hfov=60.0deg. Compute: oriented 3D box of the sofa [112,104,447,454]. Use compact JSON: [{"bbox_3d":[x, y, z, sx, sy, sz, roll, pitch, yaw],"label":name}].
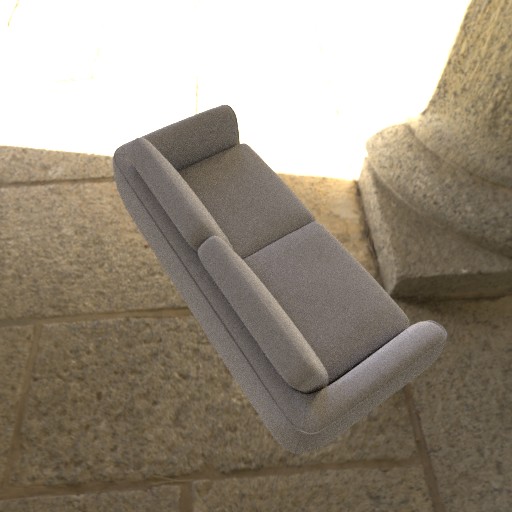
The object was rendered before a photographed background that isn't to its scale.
[{"bbox_3d":[0.000,0.000,2.499,0.920,0.850,2.000,-29,62,-17],"label":"sofa"}]
